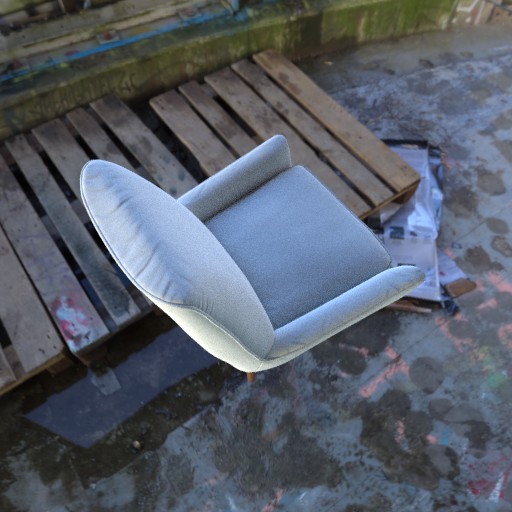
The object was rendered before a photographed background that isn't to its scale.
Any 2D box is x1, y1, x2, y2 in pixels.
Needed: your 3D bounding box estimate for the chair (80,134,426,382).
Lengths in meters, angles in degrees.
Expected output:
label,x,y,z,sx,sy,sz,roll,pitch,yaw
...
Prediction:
label,x,y,z,sx,sy,sz,roll,pitch,yaw
chair,0.000,0.000,1.474,0.822,0.888,0.787,-30,63,-18
